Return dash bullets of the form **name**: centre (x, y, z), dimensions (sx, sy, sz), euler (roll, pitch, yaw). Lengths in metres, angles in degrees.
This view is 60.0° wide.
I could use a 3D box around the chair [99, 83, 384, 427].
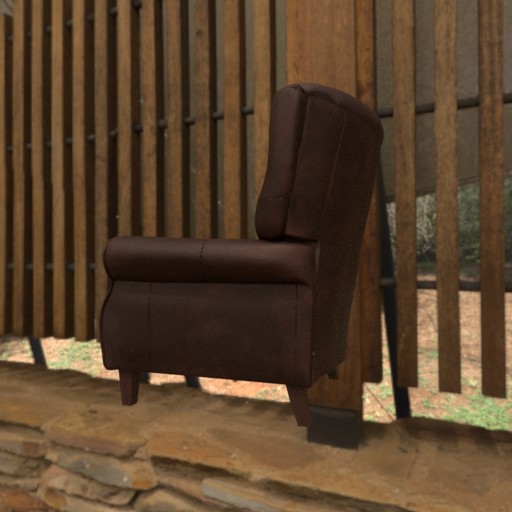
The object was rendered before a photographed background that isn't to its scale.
- **chair**: centre (0.000, 0.000, 1.902), dimensions (1.058, 1.158, 0.948), euler (0, -1, 19)
